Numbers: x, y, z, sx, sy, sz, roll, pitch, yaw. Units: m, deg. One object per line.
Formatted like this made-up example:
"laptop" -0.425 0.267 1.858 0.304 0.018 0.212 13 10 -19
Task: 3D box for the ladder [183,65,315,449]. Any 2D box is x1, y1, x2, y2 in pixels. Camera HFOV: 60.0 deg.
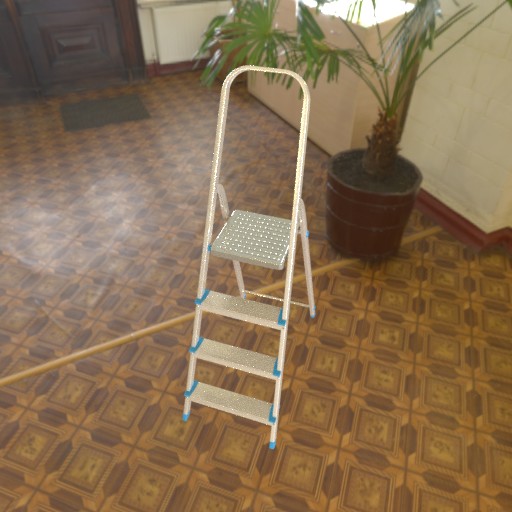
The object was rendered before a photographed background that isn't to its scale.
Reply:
"ladder" 0.000 0.000 1.831 0.445 1.434 0.842 12 42 14
